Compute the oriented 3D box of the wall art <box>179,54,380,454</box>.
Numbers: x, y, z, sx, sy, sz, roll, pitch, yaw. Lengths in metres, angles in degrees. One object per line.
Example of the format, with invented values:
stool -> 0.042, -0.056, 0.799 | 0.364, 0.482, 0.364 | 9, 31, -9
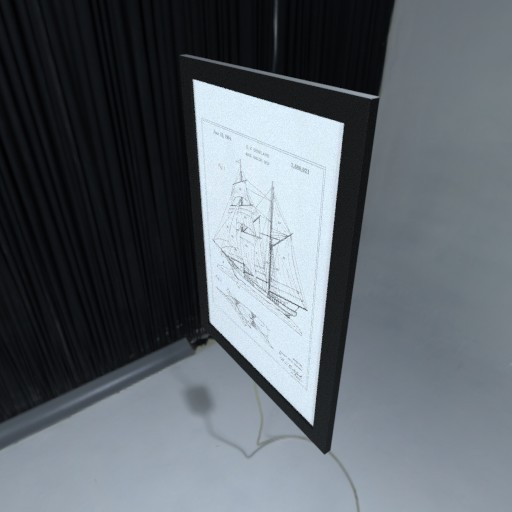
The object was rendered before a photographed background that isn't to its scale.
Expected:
wall art -> 0.000, 0.000, 0.589 | 0.011, 0.459, 0.326 | -21, 37, -30
